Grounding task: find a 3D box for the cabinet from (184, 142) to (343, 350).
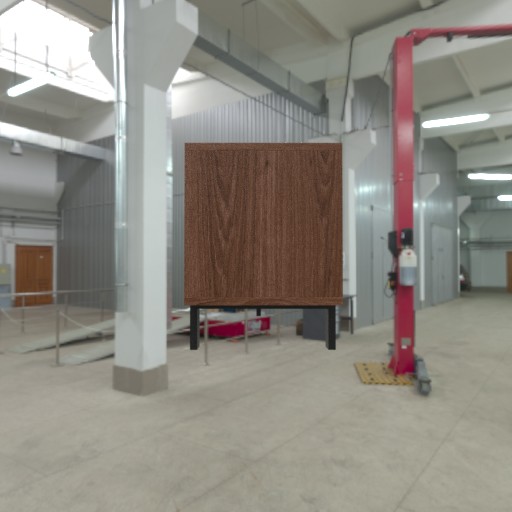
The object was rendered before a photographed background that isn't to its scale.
[{"bbox_3d":[0.000,0.000,1.855,0.400,0.500,1.650,0,-1,0],"label":"cabinet"}]
